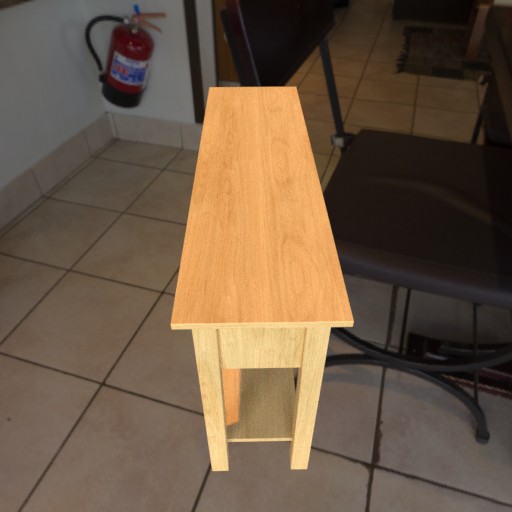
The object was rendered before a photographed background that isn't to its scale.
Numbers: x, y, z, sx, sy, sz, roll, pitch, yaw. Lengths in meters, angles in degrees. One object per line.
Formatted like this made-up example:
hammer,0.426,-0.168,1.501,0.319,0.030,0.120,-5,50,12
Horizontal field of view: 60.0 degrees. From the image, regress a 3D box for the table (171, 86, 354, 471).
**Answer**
table,0.000,0.000,1.550,0.350,0.730,1.240,-1,41,-1
